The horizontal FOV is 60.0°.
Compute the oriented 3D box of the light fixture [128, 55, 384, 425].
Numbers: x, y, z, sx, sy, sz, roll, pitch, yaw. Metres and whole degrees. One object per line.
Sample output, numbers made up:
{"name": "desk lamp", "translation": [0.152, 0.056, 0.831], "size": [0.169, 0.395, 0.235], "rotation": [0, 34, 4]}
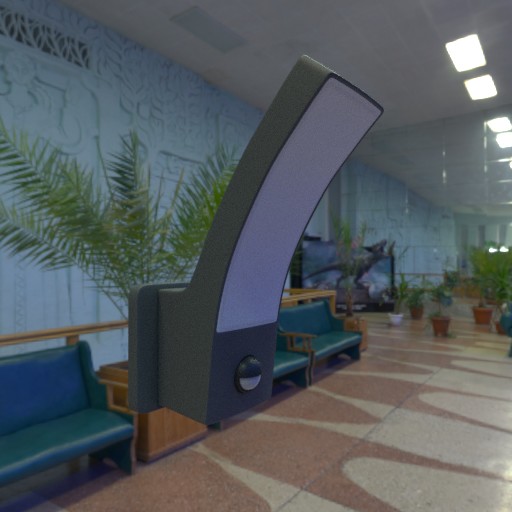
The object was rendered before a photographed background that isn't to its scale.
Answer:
{"name": "light fixture", "translation": [0.000, 0.000, 0.334], "size": [0.174, 0.243, 0.108], "rotation": [0, -1, 37]}
